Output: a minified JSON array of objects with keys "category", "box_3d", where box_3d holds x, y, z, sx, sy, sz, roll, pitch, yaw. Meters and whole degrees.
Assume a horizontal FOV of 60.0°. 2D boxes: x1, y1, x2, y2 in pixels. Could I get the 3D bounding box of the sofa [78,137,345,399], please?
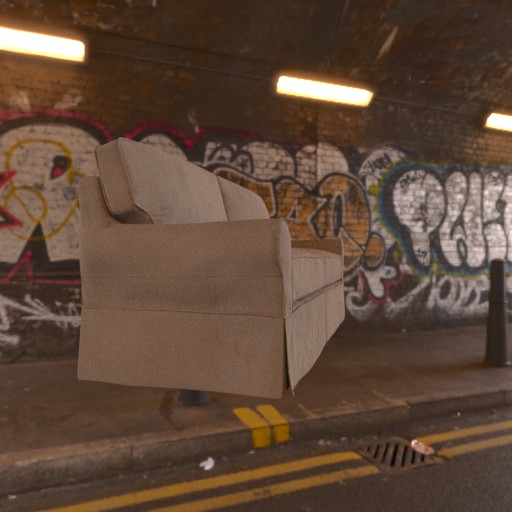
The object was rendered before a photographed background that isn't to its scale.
[{"category":"sofa","box_3d":[0.000,0.000,2.681,0.900,1.014,2.246,0,0,17]}]
